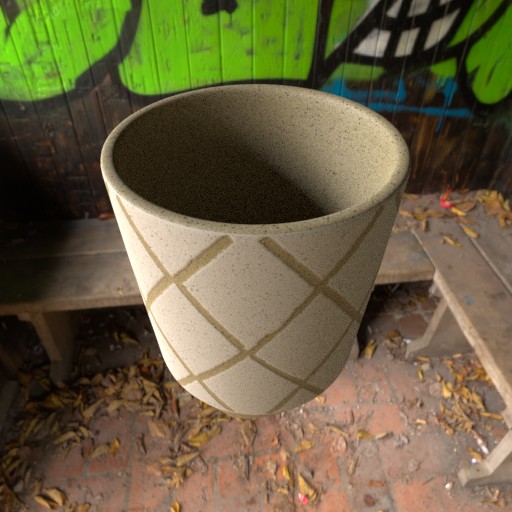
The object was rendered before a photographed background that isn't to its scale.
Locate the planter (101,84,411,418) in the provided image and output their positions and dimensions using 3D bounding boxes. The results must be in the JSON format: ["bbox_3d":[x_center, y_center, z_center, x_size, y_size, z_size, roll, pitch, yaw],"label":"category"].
[{"bbox_3d":[0.000,0.000,0.412,0.228,0.235,0.228,0,41,0],"label":"planter"}]
